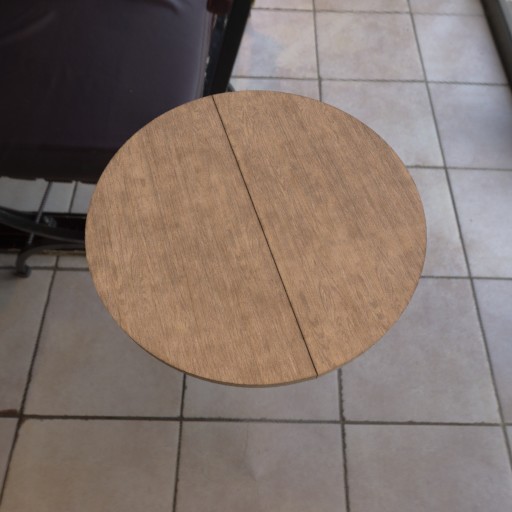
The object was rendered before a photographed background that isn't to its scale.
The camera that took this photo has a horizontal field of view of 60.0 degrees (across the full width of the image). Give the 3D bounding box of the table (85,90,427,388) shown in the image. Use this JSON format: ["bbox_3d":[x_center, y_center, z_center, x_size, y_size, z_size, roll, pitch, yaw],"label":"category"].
[{"bbox_3d":[0.000,0.000,2.136,1.363,0.781,1.363,0,63,0],"label":"table"}]
